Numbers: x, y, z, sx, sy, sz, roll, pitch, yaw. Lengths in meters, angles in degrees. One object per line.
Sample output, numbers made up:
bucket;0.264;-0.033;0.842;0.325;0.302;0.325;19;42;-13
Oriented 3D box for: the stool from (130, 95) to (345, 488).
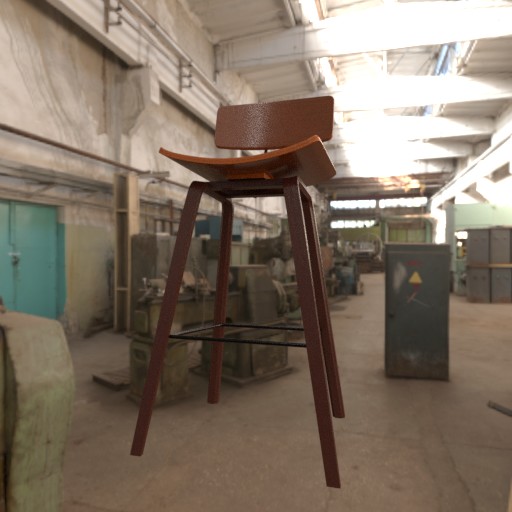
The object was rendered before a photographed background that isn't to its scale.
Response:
stool;0.000;0.000;1.209;0.509;0.969;0.440;0;1;17
